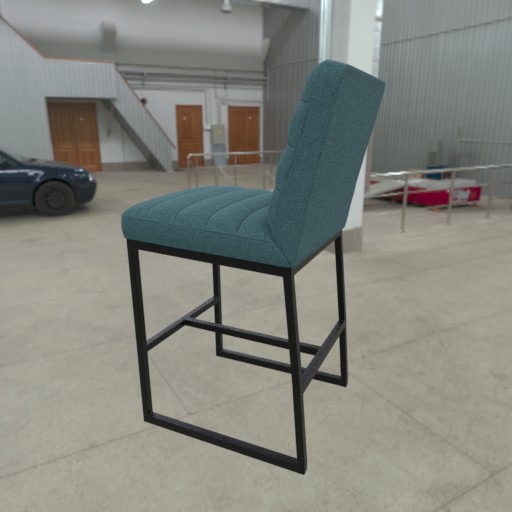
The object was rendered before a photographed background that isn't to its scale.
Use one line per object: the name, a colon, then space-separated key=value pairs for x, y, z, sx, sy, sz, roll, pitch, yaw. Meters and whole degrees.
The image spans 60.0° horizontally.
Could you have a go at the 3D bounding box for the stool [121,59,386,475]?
stool: x=0.000 y=0.000 z=1.230 sx=0.560 sy=0.940 sz=0.460 roll=8 pitch=18 yaw=24
